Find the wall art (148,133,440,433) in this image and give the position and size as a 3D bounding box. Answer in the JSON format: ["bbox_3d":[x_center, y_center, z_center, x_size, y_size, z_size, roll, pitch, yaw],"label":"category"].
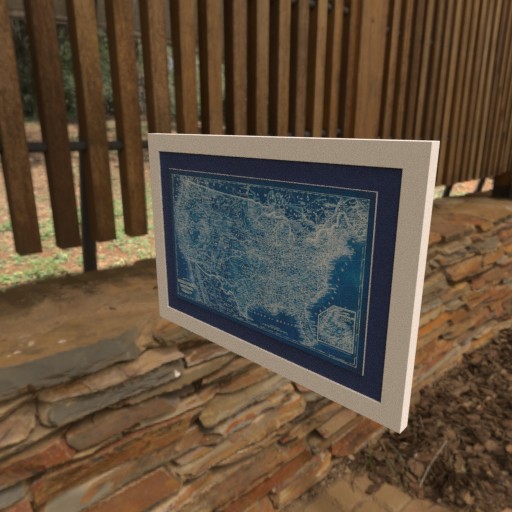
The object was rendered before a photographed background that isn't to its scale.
[{"bbox_3d":[0.000,0.000,1.730,1.308,0.902,0.051,15,22,41],"label":"wall art"}]
